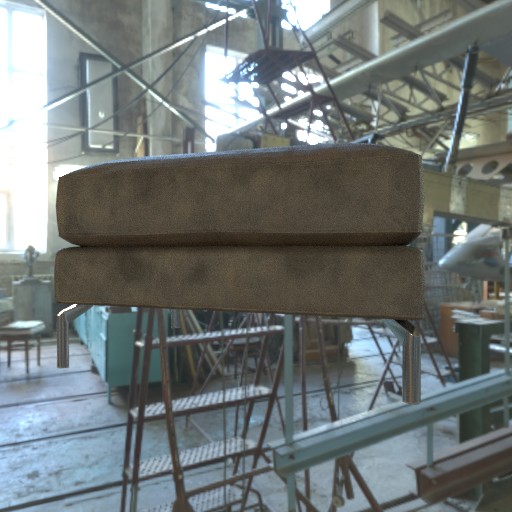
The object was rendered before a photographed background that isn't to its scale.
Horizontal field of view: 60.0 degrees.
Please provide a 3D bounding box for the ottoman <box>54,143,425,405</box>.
[{"bbox_3d":[0.000,0.000,1.039,0.719,0.456,0.520,0,1,18],"label":"ottoman"}]
